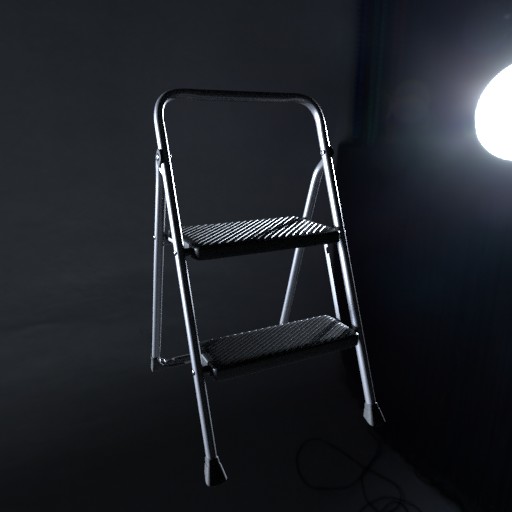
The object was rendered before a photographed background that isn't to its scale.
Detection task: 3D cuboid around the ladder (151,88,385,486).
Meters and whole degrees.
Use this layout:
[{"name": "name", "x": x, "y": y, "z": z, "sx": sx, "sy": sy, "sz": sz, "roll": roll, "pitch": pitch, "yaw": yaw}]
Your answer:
[{"name": "ladder", "x": 0.000, "y": 0.000, "z": 1.015, "sx": 0.430, "sy": 0.720, "sz": 0.472, "roll": -8, "pitch": 18, "yaw": -25}]
